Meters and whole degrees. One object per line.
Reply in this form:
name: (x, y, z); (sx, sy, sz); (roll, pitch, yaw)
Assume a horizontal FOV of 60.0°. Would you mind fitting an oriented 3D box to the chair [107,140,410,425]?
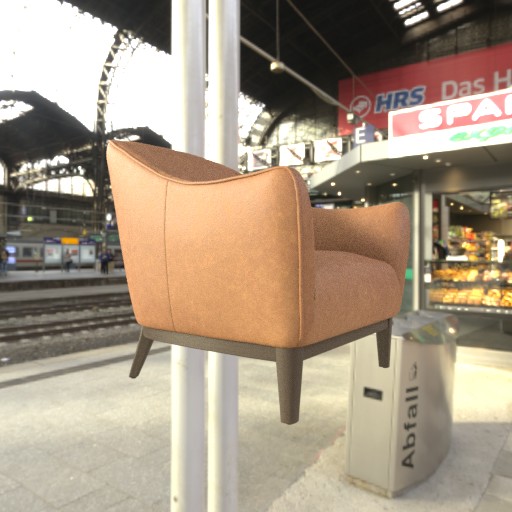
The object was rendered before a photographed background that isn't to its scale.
chair: (0.000, 0.000, 1.572); (0.852, 0.830, 0.871); (0, 0, 36)
